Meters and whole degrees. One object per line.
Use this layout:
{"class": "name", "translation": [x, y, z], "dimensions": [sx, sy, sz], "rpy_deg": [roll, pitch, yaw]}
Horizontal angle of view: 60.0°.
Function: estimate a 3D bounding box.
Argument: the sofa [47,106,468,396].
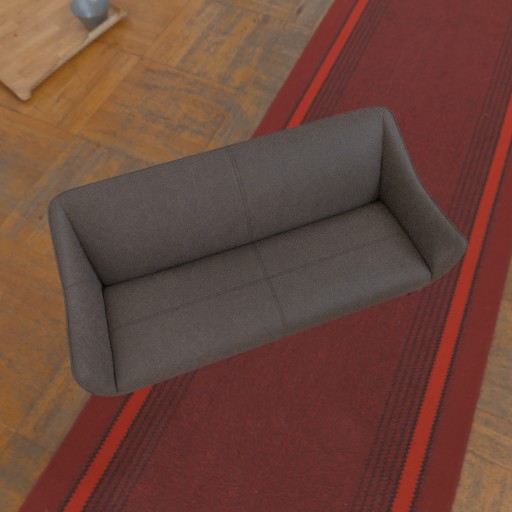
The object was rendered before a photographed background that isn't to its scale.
{"class": "sofa", "translation": [0.000, 0.000, 2.353], "dimensions": [1.928, 0.831, 0.869], "rpy_deg": [-18, 63, -9]}
